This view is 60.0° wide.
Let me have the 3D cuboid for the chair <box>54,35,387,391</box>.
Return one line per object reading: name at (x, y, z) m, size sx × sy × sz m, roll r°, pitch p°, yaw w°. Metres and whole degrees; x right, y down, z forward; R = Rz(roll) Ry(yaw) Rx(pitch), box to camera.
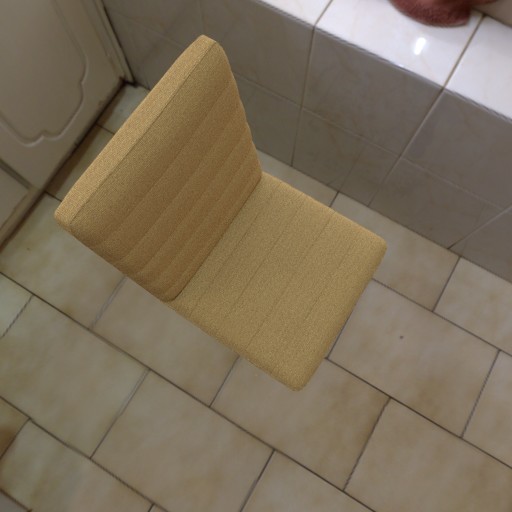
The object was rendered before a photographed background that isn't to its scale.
chair at (0.000, 0.000, 1.291) m, size 0.634 × 0.930 × 0.520 m, roll 32°, pitch 77°, yaw 8°
